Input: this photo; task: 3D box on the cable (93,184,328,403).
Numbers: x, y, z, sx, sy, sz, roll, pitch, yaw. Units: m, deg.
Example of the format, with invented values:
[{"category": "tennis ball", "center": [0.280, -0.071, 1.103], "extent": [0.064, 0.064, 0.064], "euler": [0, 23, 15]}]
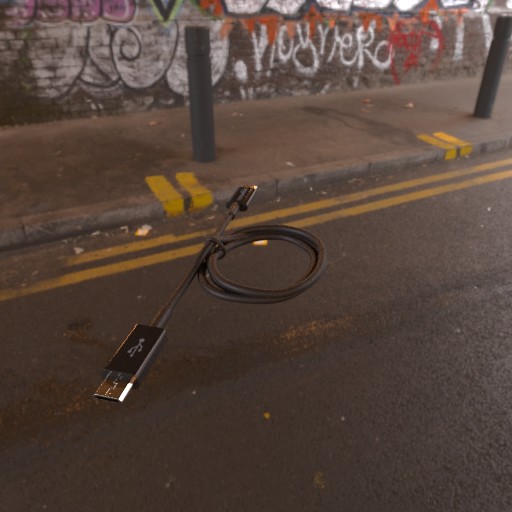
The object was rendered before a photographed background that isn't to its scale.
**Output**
[{"category": "cable", "center": [0.000, 0.000, 0.219], "extent": [0.070, 0.014, 0.192], "euler": [7, 31, 11]}]
